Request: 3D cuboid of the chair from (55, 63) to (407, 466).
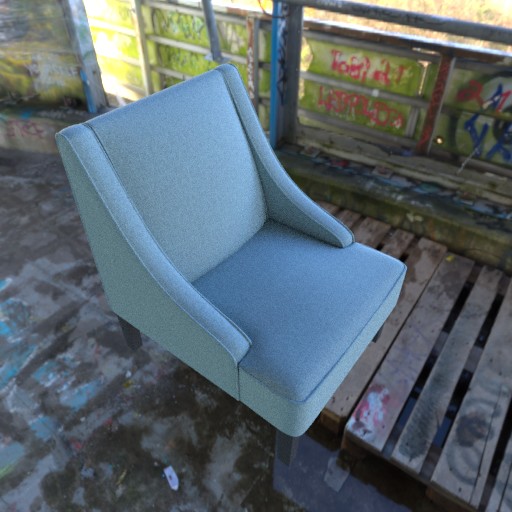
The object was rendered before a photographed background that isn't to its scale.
[{"bbox_3d":[0.000,0.000,1.822,1.025,1.133,0.857,27,48,27],"label":"chair"}]
